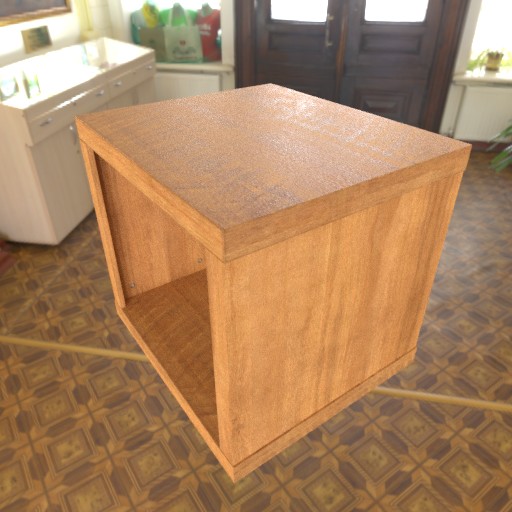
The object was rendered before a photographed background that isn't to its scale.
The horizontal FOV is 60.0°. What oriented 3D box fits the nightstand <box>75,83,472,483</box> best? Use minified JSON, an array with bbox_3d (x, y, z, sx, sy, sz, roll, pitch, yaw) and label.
[{"bbox_3d":[0.000,0.000,0.848,0.436,0.491,0.493,-21,39,-29],"label":"nightstand"}]
